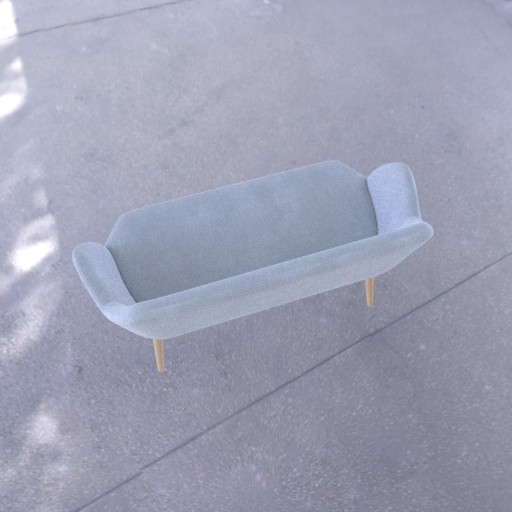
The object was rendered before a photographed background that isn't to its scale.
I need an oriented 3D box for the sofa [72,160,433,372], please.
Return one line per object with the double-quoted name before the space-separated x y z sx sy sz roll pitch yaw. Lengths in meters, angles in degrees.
"sofa" 0.000 0.000 1.603 1.150 0.840 0.610 -16 62 -9
